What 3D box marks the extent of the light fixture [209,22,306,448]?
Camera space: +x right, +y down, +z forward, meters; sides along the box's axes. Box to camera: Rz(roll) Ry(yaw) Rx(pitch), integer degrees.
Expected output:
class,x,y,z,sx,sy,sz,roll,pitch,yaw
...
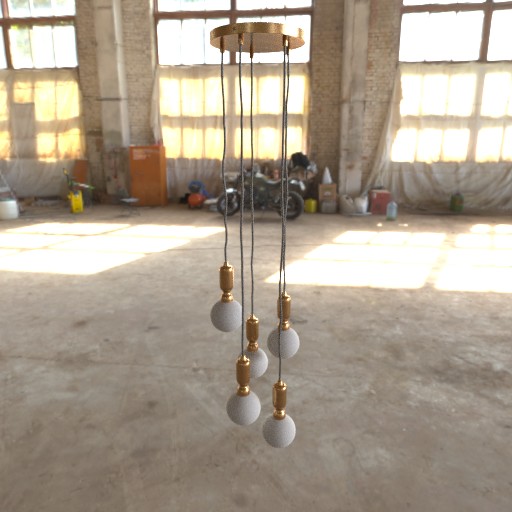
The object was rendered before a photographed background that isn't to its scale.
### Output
class,x,y,z,sx,sy,sz,roll,pitch,yaw
light fixture,0.000,0.000,0.498,0.108,0.457,0.105,7,16,25
